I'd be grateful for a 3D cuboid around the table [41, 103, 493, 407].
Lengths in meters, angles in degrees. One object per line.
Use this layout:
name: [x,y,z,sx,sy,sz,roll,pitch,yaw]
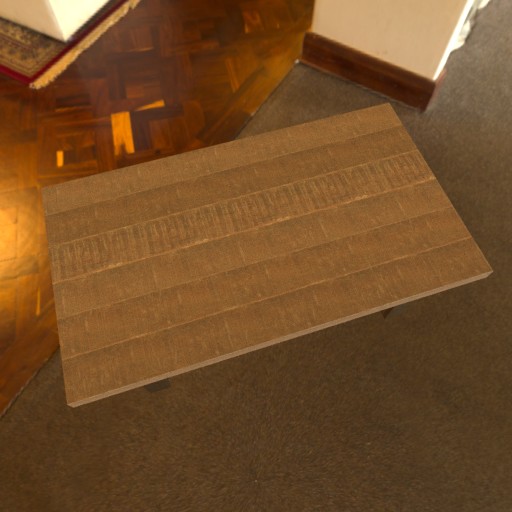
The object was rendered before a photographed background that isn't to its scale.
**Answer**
table: [0.000,0.000,1.743,1.400,0.440,0.800,-16,64,-8]
